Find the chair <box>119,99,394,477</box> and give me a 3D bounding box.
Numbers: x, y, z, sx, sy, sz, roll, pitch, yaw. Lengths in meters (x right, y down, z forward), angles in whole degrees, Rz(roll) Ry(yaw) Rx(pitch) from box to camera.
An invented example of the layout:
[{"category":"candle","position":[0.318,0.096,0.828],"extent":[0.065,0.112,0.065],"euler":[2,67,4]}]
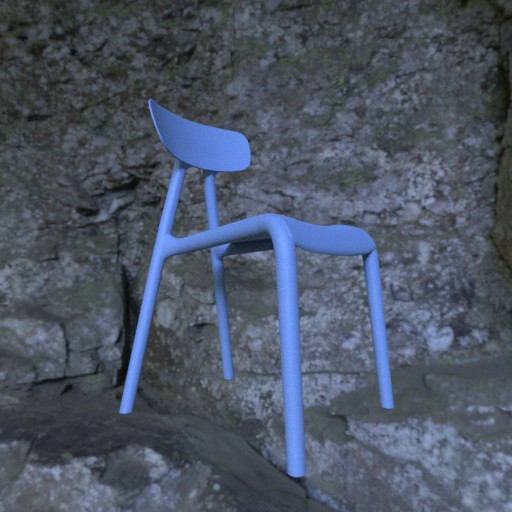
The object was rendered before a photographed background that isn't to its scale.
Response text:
[{"category":"chair","position":[0.000,0.000,0.829],"extent":[0.401,0.580,0.356],"euler":[-1,-1,36]}]
